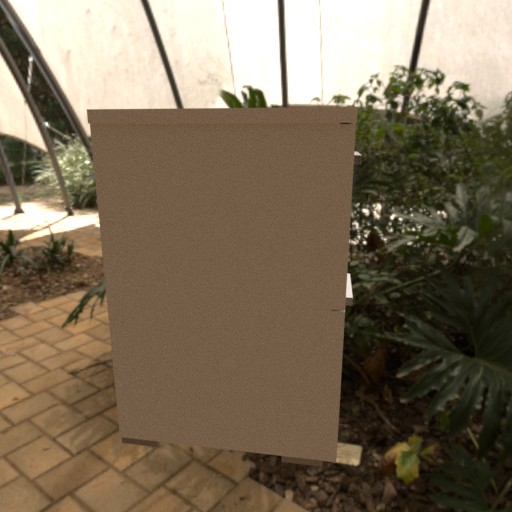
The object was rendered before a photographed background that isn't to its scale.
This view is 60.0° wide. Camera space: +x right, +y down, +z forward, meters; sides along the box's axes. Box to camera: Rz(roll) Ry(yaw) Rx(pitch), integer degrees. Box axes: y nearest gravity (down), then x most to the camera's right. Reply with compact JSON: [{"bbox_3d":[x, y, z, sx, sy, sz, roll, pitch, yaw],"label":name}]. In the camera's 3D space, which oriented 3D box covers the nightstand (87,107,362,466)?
[{"bbox_3d":[0.000,0.000,0.761,0.325,0.460,0.441,3,16,9],"label":"nightstand"}]
